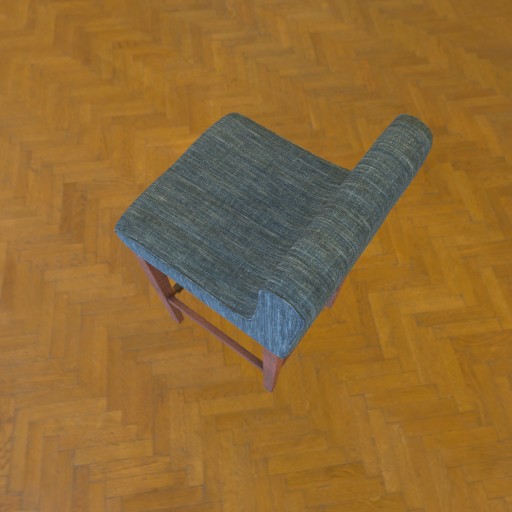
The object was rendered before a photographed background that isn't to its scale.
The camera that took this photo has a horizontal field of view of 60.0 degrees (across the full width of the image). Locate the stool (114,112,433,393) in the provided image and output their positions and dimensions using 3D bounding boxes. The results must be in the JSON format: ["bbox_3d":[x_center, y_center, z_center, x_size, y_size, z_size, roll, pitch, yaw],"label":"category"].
[{"bbox_3d":[0.000,0.000,1.066,0.459,0.835,0.395,33,68,15],"label":"stool"}]
